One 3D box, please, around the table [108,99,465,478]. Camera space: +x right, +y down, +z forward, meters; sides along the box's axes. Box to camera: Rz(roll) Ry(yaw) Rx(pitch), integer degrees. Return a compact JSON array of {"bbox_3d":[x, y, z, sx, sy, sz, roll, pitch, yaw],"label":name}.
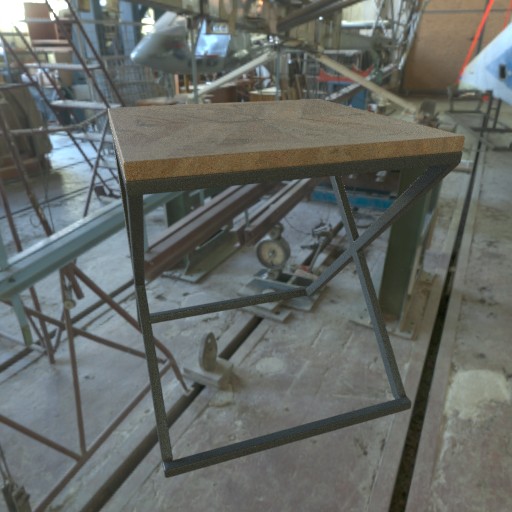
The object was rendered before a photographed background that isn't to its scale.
[{"bbox_3d":[0.000,0.000,0.922,0.499,0.550,0.498,-8,27,-17],"label":"table"}]
